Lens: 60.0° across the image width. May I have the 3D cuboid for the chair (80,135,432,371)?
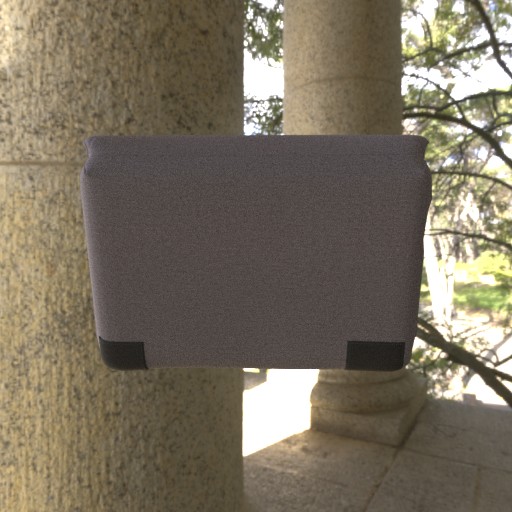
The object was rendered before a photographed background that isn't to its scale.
[{"bbox_3d":[0.000,0.000,1.341,0.820,0.580,0.780,0,0,0],"label":"chair"}]
